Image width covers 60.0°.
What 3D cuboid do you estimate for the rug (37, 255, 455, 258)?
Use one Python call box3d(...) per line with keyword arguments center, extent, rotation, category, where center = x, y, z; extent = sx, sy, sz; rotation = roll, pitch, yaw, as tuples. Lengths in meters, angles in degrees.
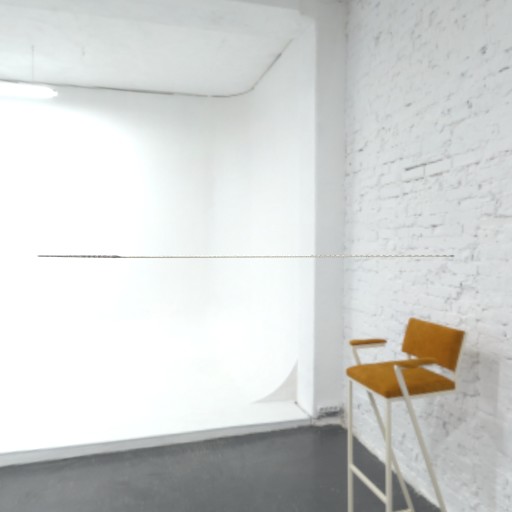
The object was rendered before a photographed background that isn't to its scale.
box3d(center=(0.000, 0.000, 2.547), extent=(2.096, 0.011, 1.229), rotation=(0, 0, -36), category="rug")
